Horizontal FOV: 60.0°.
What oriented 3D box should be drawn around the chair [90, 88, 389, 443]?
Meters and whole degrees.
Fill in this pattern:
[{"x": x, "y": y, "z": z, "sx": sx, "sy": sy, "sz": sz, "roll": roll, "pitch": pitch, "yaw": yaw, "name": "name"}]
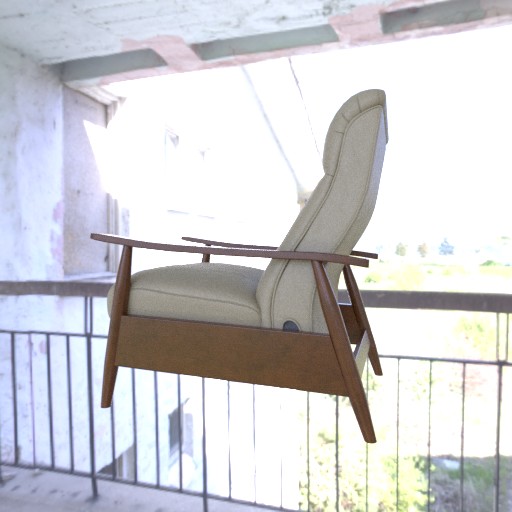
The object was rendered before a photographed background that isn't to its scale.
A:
[{"x": 0.000, "y": 0.000, "z": 1.790, "sx": 1.014, "sy": 1.082, "sz": 0.762, "roll": 1, "pitch": 2, "yaw": 17, "name": "chair"}]
